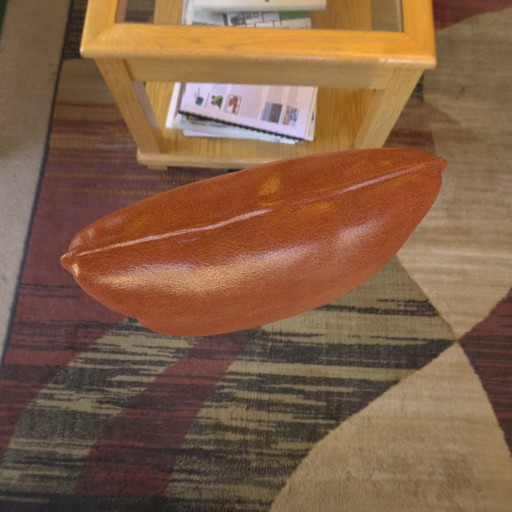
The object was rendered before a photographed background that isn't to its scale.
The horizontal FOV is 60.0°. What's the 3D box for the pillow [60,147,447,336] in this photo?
[{"bbox_3d":[0.000,0.000,0.802,0.532,0.523,0.236,-15,75,-4],"label":"pillow"}]
